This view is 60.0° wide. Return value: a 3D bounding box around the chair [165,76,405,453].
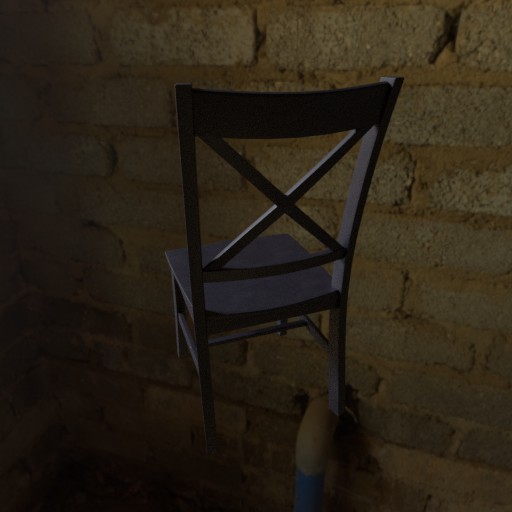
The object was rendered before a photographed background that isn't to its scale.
[{"bbox_3d":[0.000,0.000,1.281,0.485,0.983,0.542,-9,28,-18],"label":"chair"}]
